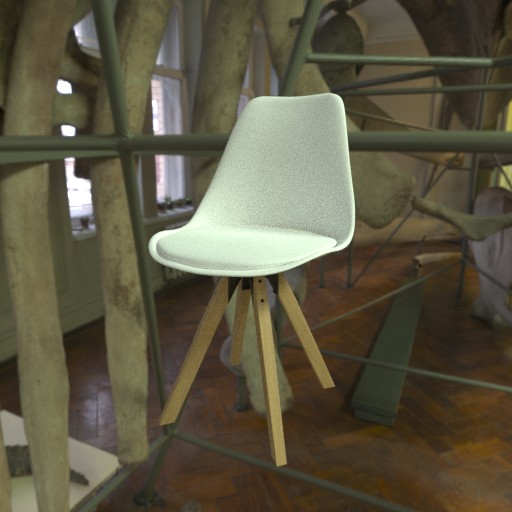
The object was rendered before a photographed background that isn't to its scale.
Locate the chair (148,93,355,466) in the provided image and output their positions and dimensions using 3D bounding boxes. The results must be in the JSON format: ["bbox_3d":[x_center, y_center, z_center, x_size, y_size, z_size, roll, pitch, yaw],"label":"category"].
[{"bbox_3d":[0.000,0.000,1.172,0.485,0.849,0.550,7,16,26],"label":"chair"}]
